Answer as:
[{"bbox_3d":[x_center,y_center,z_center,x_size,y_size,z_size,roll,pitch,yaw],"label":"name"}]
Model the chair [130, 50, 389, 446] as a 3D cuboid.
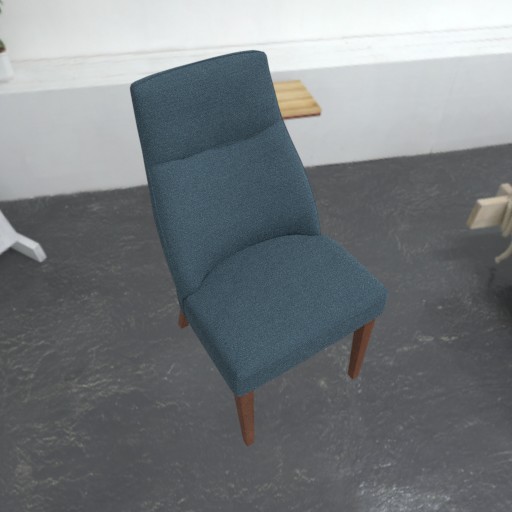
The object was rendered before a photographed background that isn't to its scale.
[{"bbox_3d":[0.000,0.000,1.289,0.500,0.930,0.620,-25,53,-21],"label":"chair"}]
